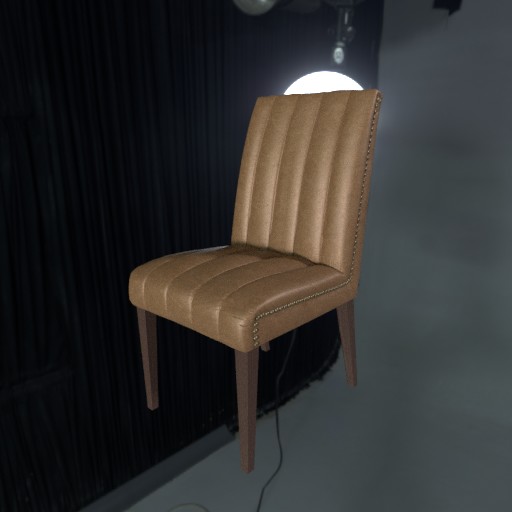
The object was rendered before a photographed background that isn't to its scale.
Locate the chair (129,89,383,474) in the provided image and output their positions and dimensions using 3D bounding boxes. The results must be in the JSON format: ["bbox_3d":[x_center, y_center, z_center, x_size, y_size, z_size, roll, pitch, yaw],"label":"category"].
[{"bbox_3d":[0.000,0.000,1.401,0.511,1.016,0.647,13,20,40],"label":"chair"}]
